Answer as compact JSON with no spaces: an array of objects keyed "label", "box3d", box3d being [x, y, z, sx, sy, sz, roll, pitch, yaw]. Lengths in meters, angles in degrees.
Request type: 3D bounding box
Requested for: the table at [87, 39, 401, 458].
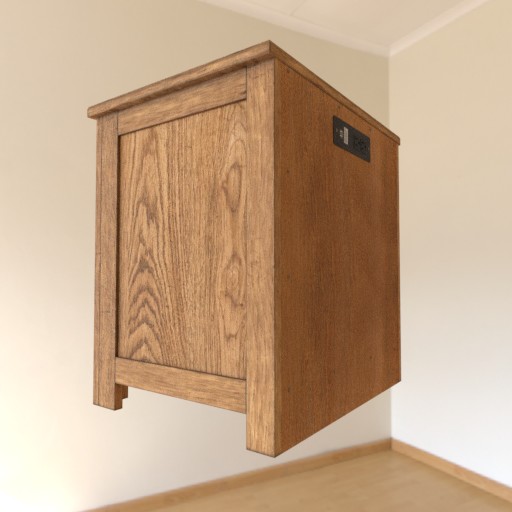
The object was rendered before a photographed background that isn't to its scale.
[{"label":"table","box3d":[0.000,0.000,1.040,0.494,0.625,0.601,-2,-3,36]}]
